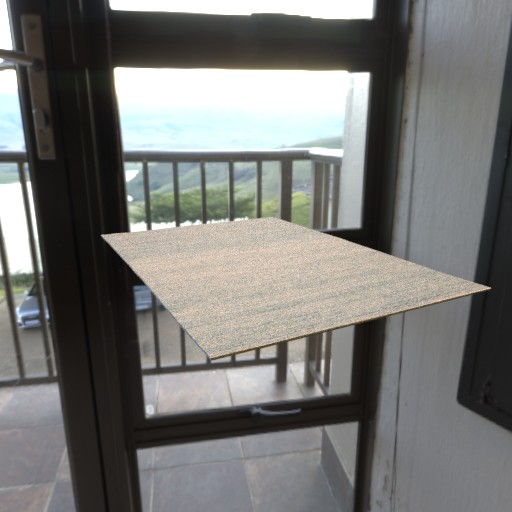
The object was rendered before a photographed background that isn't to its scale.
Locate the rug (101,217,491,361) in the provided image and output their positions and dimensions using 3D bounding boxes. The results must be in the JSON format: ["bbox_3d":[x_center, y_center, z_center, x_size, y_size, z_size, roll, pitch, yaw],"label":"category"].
[{"bbox_3d":[0.000,0.000,2.962,1.613,0.030,2.306,-8,18,-27],"label":"rug"}]
